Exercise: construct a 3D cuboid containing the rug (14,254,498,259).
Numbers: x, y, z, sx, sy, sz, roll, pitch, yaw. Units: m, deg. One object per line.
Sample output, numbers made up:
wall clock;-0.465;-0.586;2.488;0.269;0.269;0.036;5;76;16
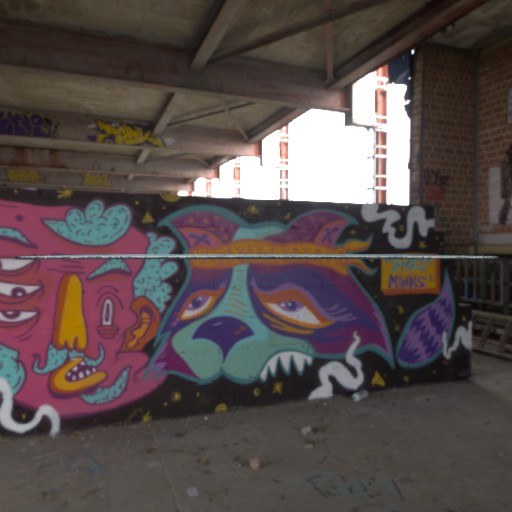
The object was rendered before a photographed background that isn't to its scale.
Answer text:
rug;0.000;0.000;2.981;2.449;0.015;1.530;0;1;0
